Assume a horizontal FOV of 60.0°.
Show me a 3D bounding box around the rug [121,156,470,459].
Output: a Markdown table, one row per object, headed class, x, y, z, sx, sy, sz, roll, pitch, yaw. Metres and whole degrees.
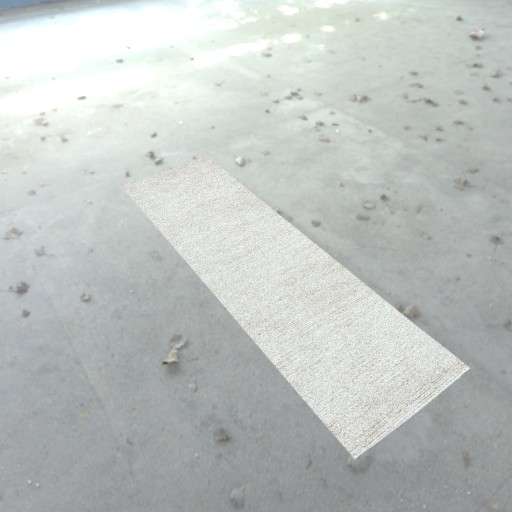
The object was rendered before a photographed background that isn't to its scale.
| class | x | y | z | sx | sy | sz | roll | pitch | yaw |
| --- | --- | --- | --- | --- | --- | --- | --- | --- | --- |
| rug | 0.000 | 0.000 | 2.547 | 0.712 | 0.013 | 2.346 | -24 | 47 | -25 |
